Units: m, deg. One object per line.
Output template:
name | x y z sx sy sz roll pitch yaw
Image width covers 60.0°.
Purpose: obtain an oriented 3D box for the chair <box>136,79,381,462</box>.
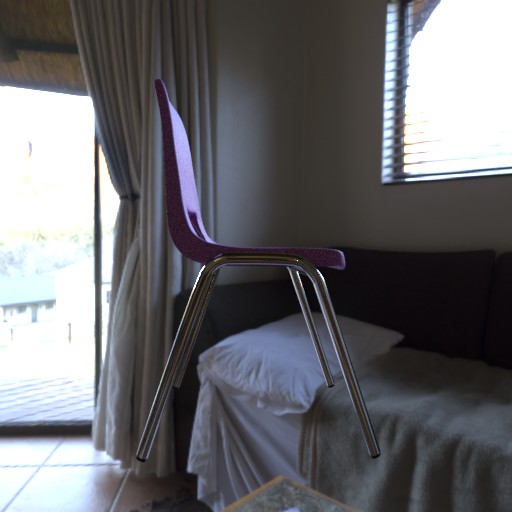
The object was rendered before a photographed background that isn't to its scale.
chair | 0.000 0.000 0.678 0.301 0.493 0.291 0 1 -2
